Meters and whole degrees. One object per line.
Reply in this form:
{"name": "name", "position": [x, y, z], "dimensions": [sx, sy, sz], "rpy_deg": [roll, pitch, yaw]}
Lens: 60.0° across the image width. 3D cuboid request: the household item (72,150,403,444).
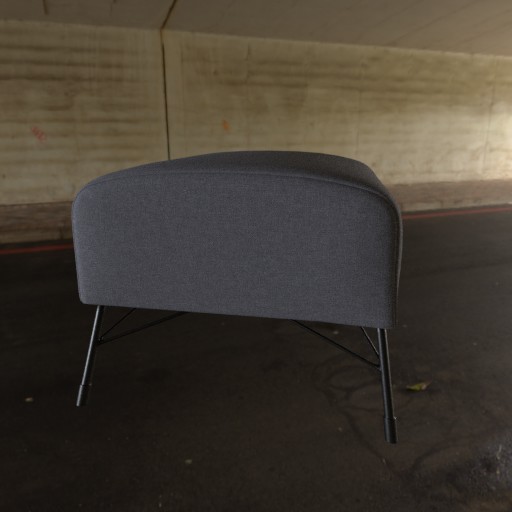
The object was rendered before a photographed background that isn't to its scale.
{"name": "household item", "position": [0.000, 0.000, 0.902], "dimensions": [0.530, 0.410, 0.530], "rpy_deg": [3, 16, 10]}
